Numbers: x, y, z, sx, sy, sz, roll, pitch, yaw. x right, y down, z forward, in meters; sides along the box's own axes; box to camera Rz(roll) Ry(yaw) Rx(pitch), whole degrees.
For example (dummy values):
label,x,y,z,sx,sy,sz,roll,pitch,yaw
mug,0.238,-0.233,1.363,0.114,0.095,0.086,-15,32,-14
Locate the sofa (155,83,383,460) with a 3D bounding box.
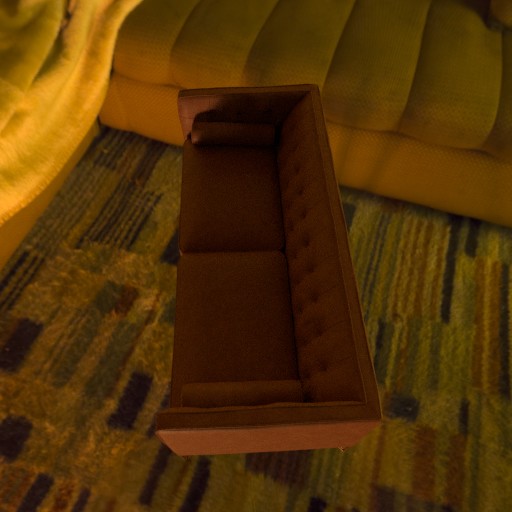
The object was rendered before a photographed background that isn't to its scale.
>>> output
label,x,y,z,sx,sy,sz,roll,pitch,yaw
sofa,0.000,0.000,2.587,0.912,0.798,2.079,-2,58,-2
